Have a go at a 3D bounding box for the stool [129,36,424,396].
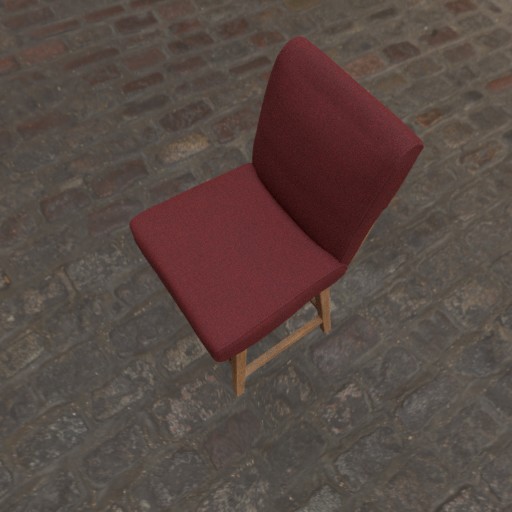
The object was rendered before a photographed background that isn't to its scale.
[{"bbox_3d":[0.000,0.000,1.330,0.562,1.038,0.468,-32,67,-15],"label":"stool"}]
